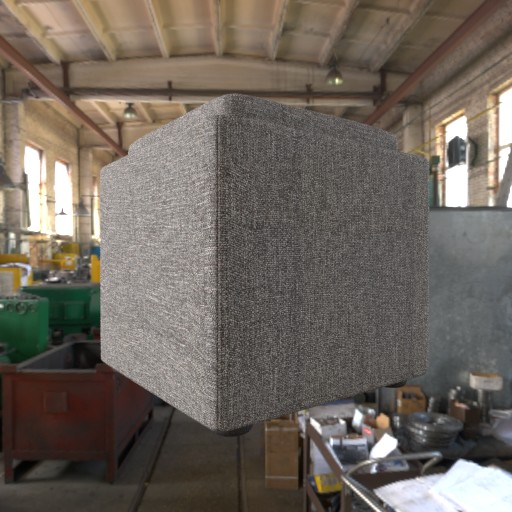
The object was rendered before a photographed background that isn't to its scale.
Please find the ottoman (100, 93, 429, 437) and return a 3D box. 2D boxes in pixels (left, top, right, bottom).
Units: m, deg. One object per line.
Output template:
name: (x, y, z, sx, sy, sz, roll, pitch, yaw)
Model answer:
ottoman: (0.000, 0.000, 0.833, 0.450, 0.460, 0.450, -1, 1, -37)
